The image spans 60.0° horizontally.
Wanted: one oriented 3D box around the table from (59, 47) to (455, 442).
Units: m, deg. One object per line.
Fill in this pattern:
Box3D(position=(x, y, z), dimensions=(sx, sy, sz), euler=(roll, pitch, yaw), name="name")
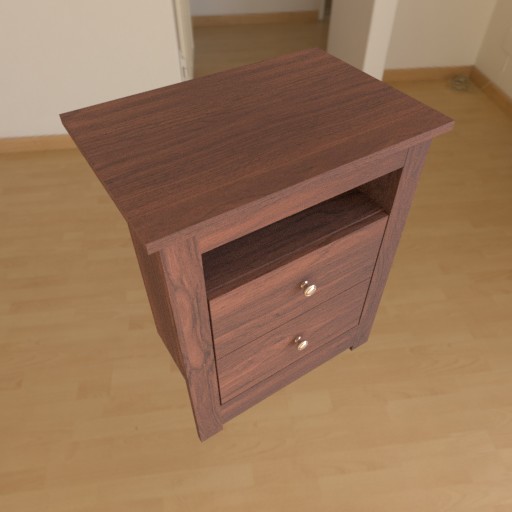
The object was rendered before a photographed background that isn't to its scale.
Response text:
Box3D(position=(0.000, 0.000, 1.050), dimensions=(0.589, 0.711, 0.406), euler=(-25, 51, -22), name="table")
